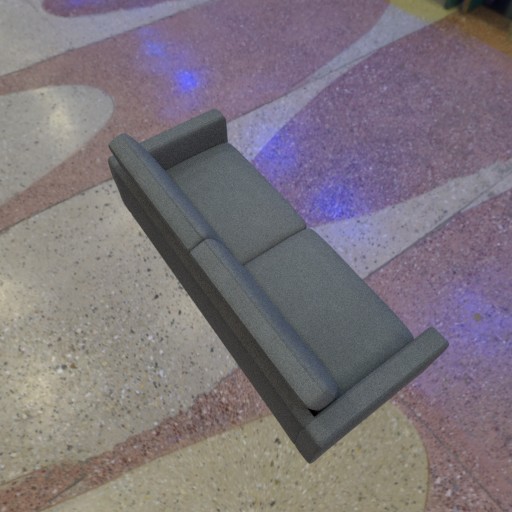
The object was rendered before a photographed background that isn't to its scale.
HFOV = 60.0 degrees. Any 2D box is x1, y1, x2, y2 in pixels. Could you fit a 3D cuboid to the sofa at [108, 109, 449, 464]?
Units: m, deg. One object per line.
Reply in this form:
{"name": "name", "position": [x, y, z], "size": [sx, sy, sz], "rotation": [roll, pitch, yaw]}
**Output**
{"name": "sofa", "position": [0.000, 0.000, 2.395], "size": [0.774, 0.828, 1.925], "rotation": [-31, 63, -18]}
